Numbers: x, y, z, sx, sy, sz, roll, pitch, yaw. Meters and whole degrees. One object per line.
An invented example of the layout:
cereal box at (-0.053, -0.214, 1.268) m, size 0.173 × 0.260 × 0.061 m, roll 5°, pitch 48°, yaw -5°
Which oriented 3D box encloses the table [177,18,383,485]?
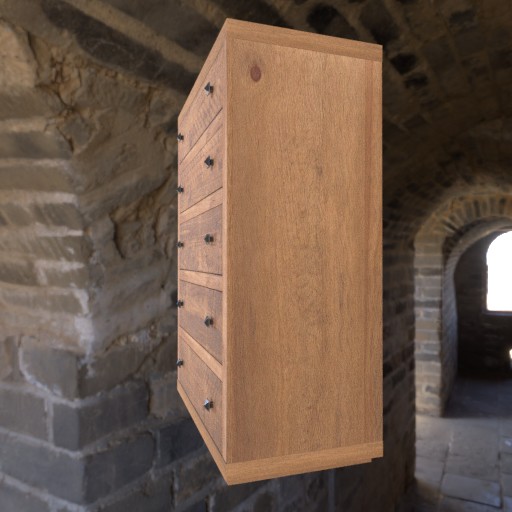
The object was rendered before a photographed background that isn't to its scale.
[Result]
table at (0.000, 0.000, 1.707) m, size 0.524 × 1.294 × 0.901 m, roll 0°, pitch 0°, yaw -18°
